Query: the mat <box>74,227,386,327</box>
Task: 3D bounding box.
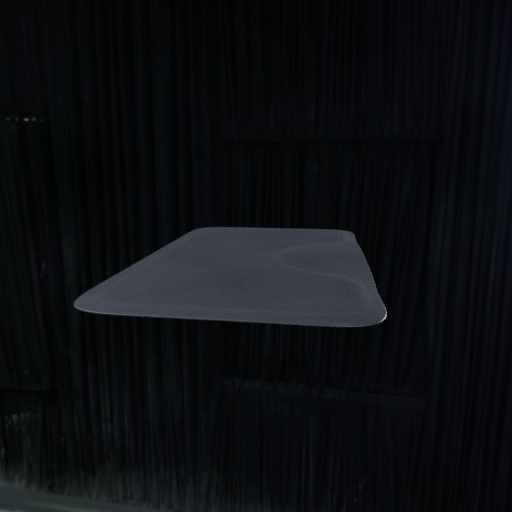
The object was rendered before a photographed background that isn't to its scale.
[{"bbox_3d":[0.000,0.000,1.898,0.918,0.013,1.524,2,13,8],"label":"mat"}]
